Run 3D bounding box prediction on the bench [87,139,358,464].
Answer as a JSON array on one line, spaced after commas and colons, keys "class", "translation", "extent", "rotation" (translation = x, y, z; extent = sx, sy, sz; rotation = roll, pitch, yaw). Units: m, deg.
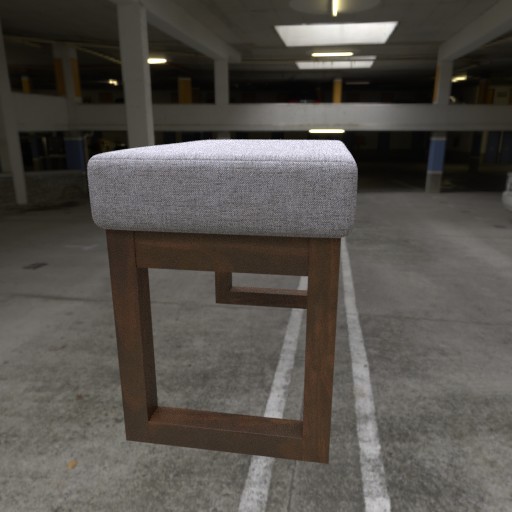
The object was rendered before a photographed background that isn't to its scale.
[{"class": "bench", "translation": [0.000, 0.000, 0.948], "extent": [0.366, 0.467, 0.681], "rotation": [3, 17, 9]}]
